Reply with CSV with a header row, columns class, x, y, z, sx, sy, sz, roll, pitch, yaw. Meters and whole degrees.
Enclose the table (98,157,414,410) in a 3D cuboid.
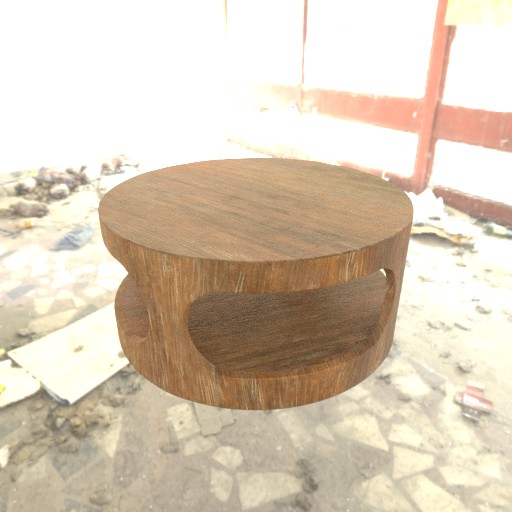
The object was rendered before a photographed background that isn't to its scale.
class,x,y,z,sx,sy,sz,roll,pitch,yaw
table,0.000,0.000,1.532,0.974,0.450,0.974,0,26,0
